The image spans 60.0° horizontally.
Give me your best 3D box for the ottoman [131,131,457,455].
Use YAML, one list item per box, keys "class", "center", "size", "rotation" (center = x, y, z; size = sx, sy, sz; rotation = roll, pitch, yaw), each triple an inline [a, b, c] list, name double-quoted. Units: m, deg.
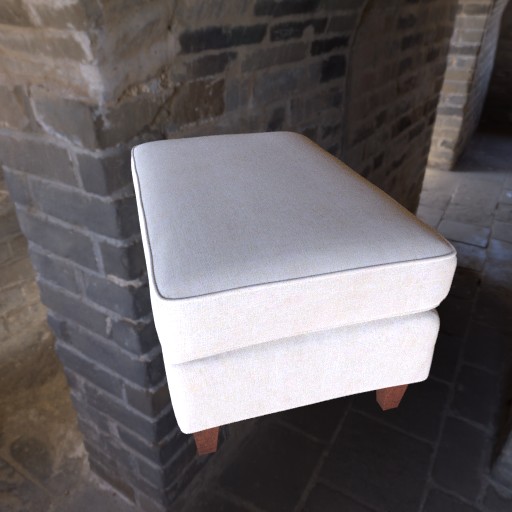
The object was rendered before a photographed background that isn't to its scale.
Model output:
- class: "ottoman"
  center: [0.000, 0.000, 1.207]
  size: [0.583, 0.484, 0.862]
  rotation: [-9, 32, -14]
